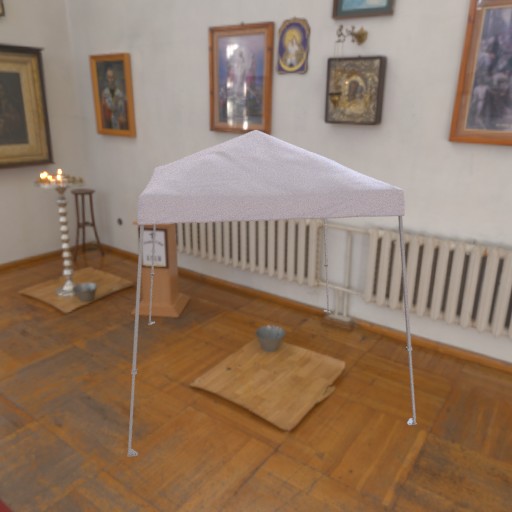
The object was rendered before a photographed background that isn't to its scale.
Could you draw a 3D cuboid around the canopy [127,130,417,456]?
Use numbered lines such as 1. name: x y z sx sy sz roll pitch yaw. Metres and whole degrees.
1. canopy: 0.000 0.000 5.210 2.849 2.850 2.850 -3 17 -9
